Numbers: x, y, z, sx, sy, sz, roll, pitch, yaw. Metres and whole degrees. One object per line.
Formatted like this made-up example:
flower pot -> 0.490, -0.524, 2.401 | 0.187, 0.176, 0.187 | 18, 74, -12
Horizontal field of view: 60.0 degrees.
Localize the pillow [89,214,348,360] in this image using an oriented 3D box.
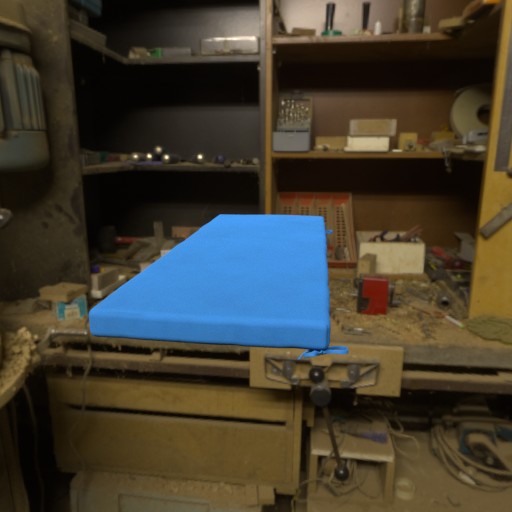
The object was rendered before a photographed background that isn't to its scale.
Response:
pillow -> 0.000, 0.000, 1.353 | 0.492, 0.081, 1.187 | 2, 15, 8
